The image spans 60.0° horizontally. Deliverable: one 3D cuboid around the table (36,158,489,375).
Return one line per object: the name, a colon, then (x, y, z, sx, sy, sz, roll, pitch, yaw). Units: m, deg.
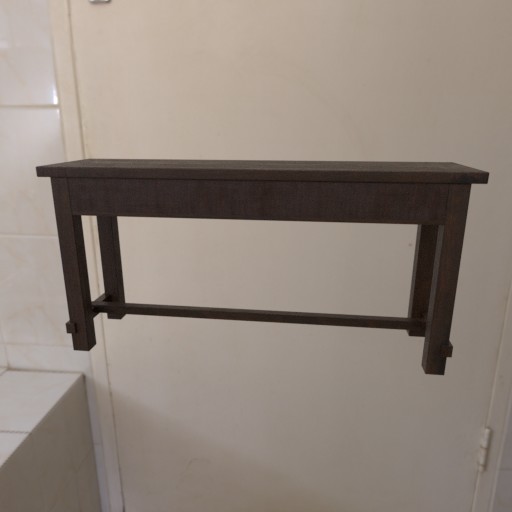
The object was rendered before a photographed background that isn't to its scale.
table: (0.000, 0.000, 1.864, 1.599, 0.762, 0.442, 2, 17, 7)
